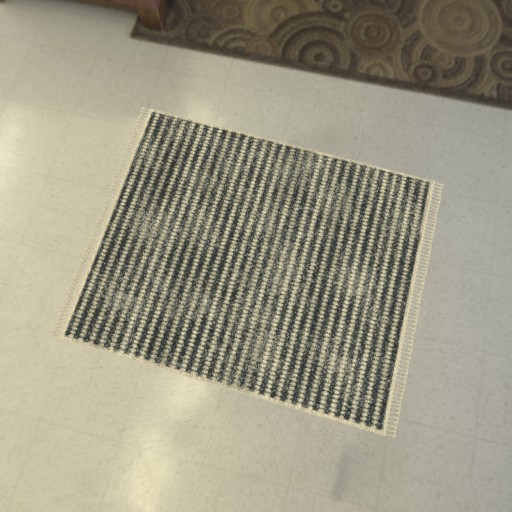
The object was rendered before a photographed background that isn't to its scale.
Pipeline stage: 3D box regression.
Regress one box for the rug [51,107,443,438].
[{"bbox_3d":[0.000,0.000,3.855,2.910,0.013,2.256,15,75,4],"label":"rug"}]
